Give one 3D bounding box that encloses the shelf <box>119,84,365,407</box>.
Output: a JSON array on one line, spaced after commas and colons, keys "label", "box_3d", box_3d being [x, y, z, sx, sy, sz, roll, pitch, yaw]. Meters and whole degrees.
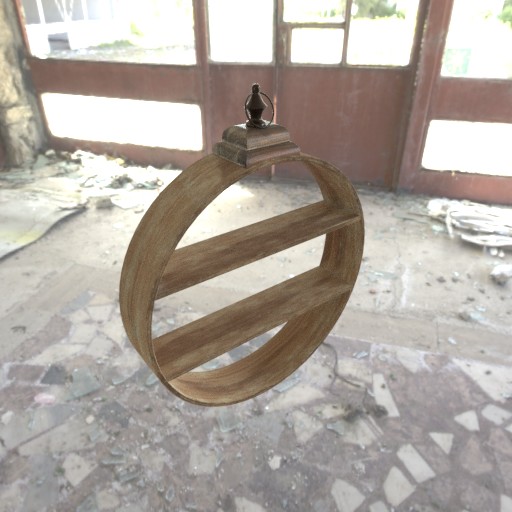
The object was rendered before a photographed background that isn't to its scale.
[{"label": "shelf", "box_3d": [0.000, 0.000, 0.990, 0.601, 0.725, 0.125, -21, 36, -32]}]
